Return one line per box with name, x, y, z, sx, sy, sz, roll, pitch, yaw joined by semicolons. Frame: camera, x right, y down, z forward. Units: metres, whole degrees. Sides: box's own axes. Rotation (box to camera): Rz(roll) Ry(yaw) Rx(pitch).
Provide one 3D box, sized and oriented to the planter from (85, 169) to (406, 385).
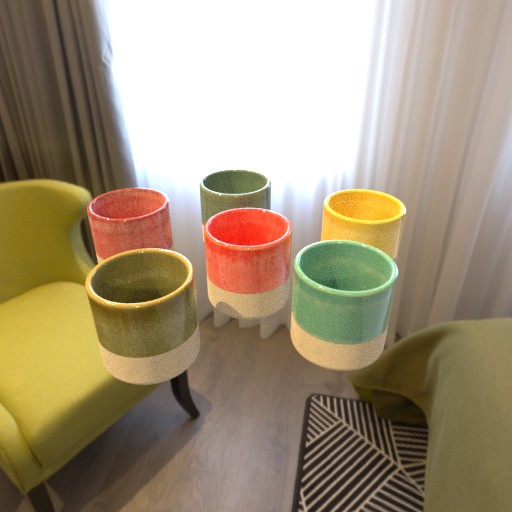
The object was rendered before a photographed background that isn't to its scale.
planter;0.000;0.000;0.406;0.286;0.075;0.257;-10;33;-17
